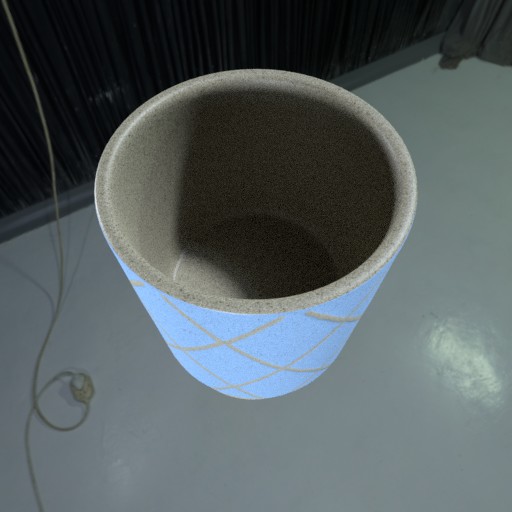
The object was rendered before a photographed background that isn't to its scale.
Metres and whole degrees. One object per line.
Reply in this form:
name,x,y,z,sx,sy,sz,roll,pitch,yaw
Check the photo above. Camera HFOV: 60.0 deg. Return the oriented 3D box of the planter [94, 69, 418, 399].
planter,0.000,0.000,0.349,0.191,0.200,0.191,0,58,0
